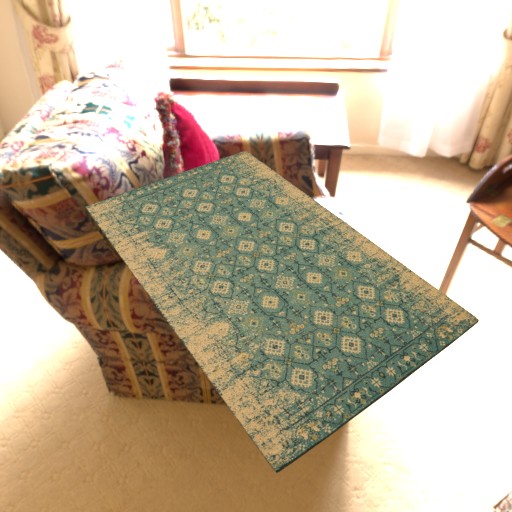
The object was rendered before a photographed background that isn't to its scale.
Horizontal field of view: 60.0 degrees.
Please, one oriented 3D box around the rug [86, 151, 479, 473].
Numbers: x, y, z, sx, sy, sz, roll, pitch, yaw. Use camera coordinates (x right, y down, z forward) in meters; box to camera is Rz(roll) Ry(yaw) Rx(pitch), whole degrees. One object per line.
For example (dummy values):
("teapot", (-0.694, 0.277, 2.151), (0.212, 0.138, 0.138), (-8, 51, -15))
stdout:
("rug", (0.000, 0.000, 2.202), (1.102, 0.008, 1.795), (-26, 48, -25))
